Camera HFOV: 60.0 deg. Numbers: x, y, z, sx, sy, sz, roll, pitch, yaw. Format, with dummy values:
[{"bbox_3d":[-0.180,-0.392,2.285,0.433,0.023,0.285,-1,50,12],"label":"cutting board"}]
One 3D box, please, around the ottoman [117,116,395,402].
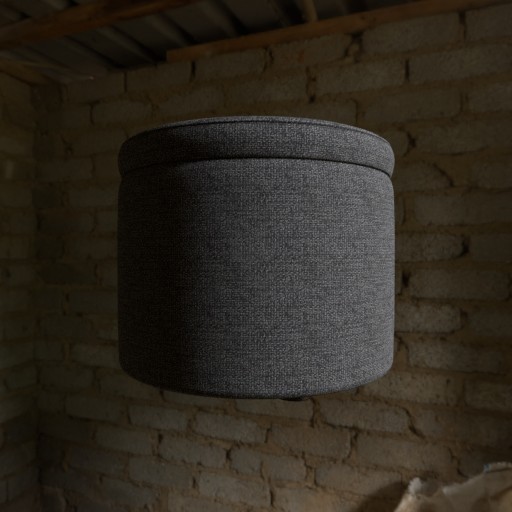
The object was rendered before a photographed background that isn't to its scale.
[{"bbox_3d":[0.000,0.000,0.871,0.520,0.430,0.520,0,1,0],"label":"ottoman"}]
